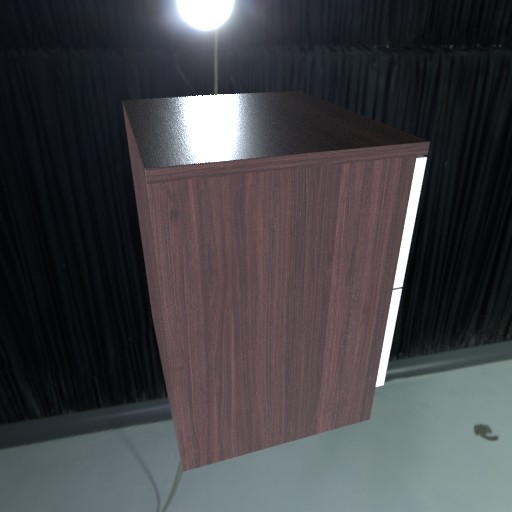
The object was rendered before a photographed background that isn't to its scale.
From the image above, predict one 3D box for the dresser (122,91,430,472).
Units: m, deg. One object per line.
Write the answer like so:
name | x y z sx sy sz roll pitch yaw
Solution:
dresser | 0.000 0.000 0.767 0.360 0.470 0.400 -9 30 -16
